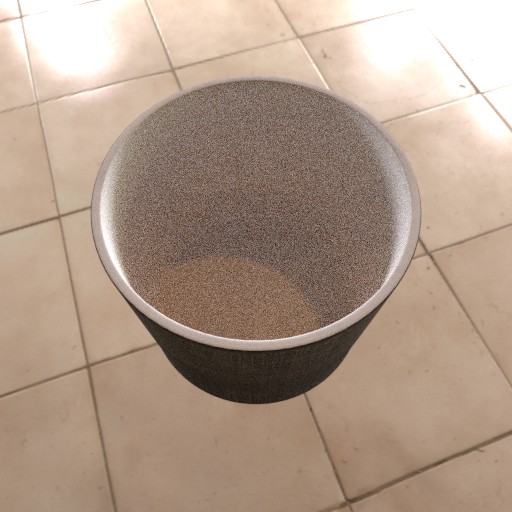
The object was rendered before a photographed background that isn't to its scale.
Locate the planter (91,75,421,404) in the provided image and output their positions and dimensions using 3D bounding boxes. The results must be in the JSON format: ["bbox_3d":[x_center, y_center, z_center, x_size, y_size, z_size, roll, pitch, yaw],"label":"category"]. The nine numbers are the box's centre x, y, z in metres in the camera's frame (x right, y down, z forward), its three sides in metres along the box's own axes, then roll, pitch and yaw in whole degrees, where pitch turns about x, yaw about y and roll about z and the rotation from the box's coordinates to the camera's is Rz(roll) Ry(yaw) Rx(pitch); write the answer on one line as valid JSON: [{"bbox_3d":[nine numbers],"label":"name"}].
[{"bbox_3d":[0.000,0.000,0.311,0.178,0.157,0.178,0,63,0],"label":"planter"}]
